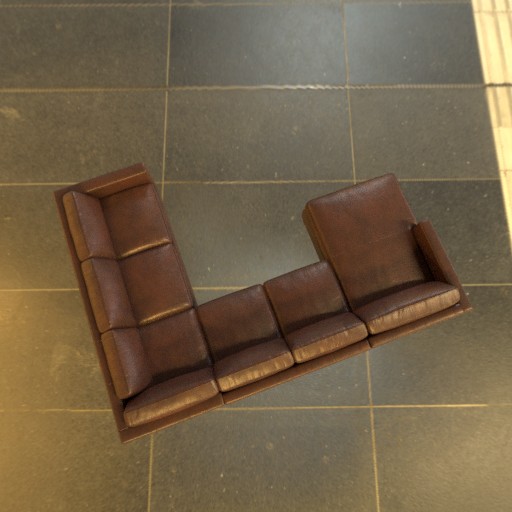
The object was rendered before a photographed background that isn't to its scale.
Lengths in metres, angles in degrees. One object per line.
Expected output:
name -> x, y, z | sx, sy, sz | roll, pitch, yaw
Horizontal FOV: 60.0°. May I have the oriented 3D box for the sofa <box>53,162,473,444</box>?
sofa -> 0.000, 0.000, 4.444 | 3.324, 0.891, 2.452 | -20, 77, -5
